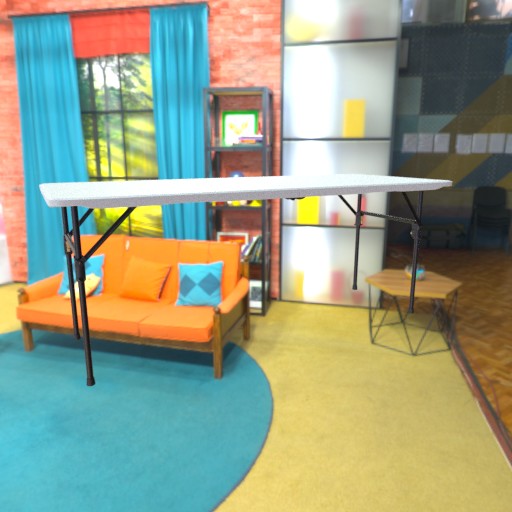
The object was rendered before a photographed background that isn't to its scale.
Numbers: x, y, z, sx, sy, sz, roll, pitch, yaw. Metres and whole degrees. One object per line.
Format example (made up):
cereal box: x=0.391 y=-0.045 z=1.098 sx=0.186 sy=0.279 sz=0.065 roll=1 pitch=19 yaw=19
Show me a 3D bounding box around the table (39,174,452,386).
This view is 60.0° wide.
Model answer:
table: x=0.000 y=0.000 z=2.178 sx=1.829 sy=0.719 sz=0.761 roll=-7 pitch=15 yaw=-27
